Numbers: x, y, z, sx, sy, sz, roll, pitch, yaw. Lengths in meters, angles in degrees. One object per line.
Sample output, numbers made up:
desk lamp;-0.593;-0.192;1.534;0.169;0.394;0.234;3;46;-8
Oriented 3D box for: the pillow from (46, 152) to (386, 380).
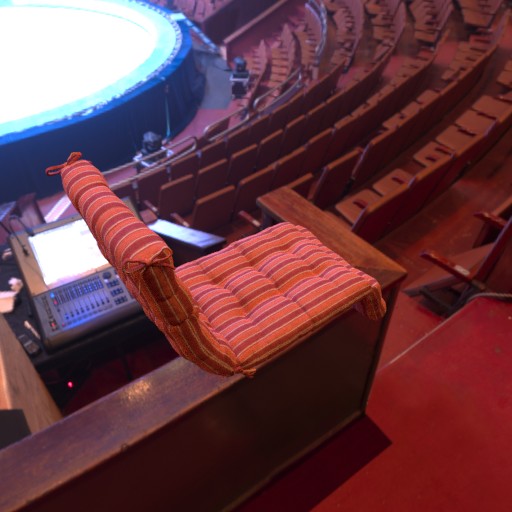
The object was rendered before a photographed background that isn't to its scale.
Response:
pillow;0.000;0.000;1.501;1.016;0.863;0.526;-26;48;-27
